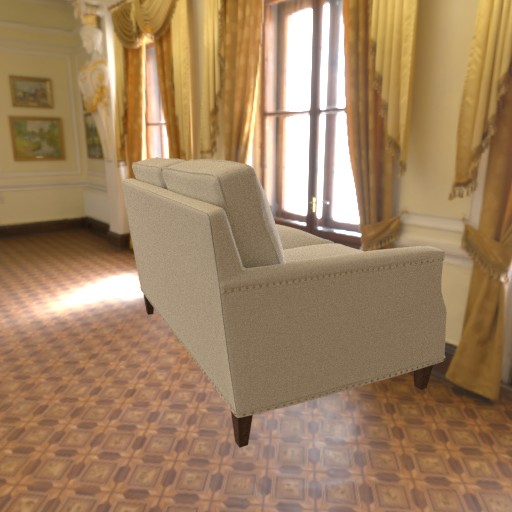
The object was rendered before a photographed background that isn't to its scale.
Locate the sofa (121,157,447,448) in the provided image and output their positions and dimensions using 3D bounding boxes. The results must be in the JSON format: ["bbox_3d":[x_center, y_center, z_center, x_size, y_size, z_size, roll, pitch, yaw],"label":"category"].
[{"bbox_3d":[0.000,0.000,2.299,1.084,1.003,1.597,-7,16,-25],"label":"sofa"}]
